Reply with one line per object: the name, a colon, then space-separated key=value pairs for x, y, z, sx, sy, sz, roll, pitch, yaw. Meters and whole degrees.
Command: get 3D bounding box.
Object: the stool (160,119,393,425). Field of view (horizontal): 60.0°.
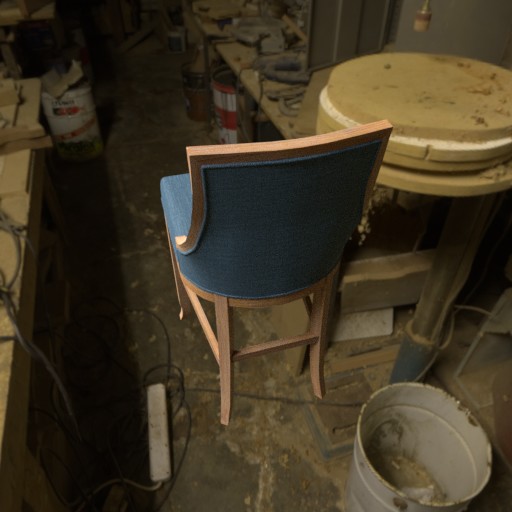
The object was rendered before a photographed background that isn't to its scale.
stool: x=0.000 y=0.000 z=1.450 sx=0.524 sy=1.101 sz=0.626 roll=-11 pitch=43 yaw=-12
